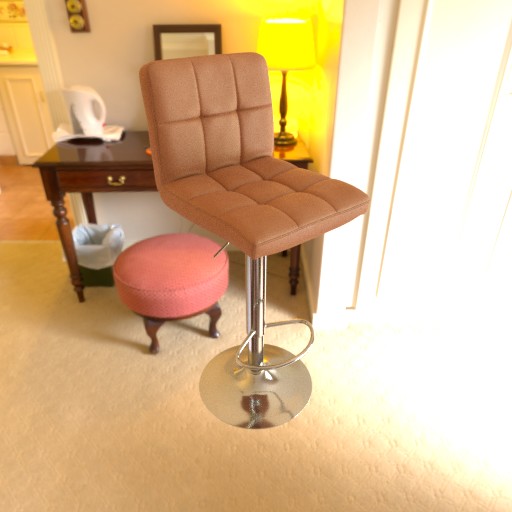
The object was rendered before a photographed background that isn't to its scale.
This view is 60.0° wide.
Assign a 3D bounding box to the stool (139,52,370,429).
[{"bbox_3d":[0.000,0.000,1.390,0.430,1.115,0.505,-22,37,-33],"label":"stool"}]
